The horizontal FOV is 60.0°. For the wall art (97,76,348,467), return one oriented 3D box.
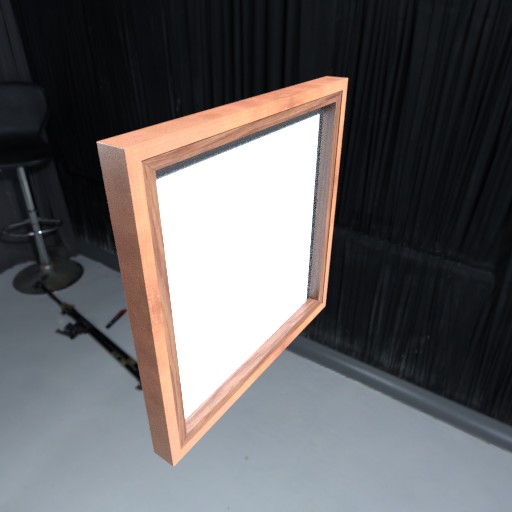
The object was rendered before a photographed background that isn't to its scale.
[{"bbox_3d":[0.000,0.000,0.598,0.035,0.403,0.403,20,36,30],"label":"wall art"}]
